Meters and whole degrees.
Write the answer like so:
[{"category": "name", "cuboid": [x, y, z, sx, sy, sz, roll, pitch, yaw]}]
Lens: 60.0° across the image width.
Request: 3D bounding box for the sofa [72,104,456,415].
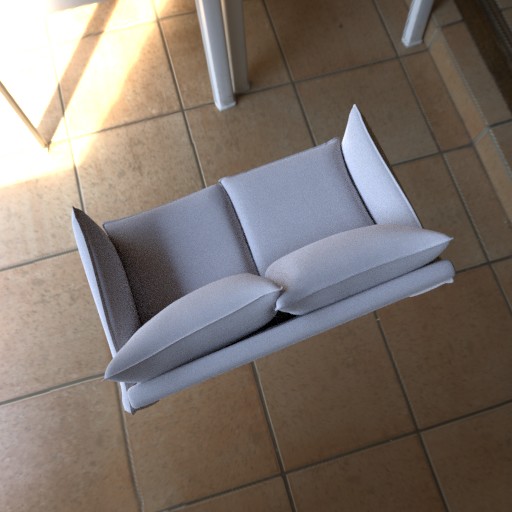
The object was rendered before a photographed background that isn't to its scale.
[{"category": "sofa", "cuboid": [0.000, 0.000, 1.846, 1.300, 0.840, 0.820, -21, 76, -6]}]
